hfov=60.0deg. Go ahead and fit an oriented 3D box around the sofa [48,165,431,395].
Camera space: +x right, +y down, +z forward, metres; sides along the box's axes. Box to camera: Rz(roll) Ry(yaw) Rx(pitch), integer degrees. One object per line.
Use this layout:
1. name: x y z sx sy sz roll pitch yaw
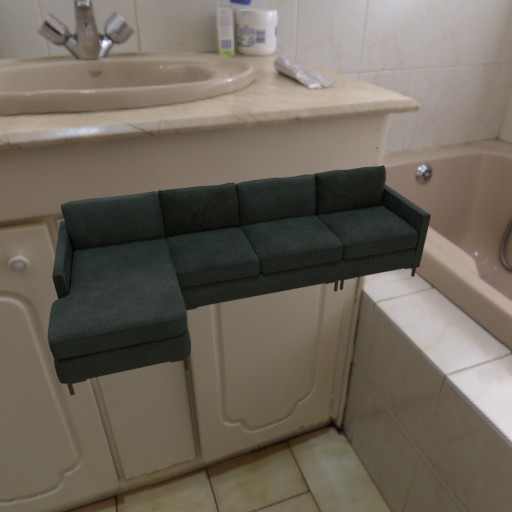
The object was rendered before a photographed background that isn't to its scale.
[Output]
1. sofa: 0.000 0.000 4.007 3.400 0.967 1.500 -9 32 -15
